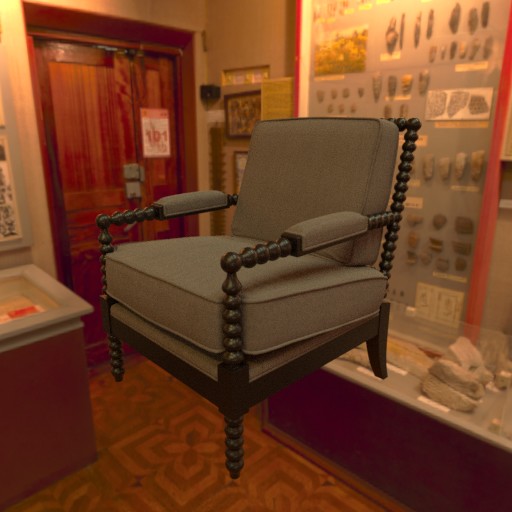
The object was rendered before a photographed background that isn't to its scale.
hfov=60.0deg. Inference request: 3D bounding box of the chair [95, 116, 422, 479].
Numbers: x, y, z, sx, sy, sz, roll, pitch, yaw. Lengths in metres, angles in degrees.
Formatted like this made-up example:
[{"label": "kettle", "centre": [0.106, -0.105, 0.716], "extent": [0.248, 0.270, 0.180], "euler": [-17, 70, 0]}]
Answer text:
[{"label": "chair", "centre": [0.000, 0.000, 1.093], "extent": [0.622, 0.661, 0.540], "euler": [-15, 22, -42]}]
